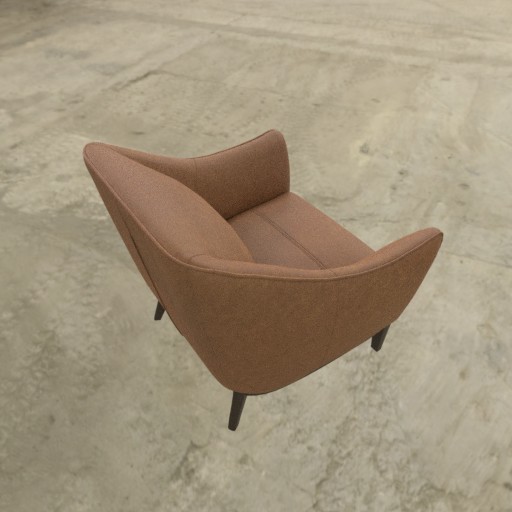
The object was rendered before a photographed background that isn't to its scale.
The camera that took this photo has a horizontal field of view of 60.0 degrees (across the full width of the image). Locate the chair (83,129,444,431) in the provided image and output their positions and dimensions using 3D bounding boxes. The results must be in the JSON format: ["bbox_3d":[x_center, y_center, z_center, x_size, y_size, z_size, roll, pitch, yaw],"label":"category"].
[{"bbox_3d":[0.000,0.000,1.547,0.852,0.830,0.871,-25,47,-25],"label":"chair"}]
